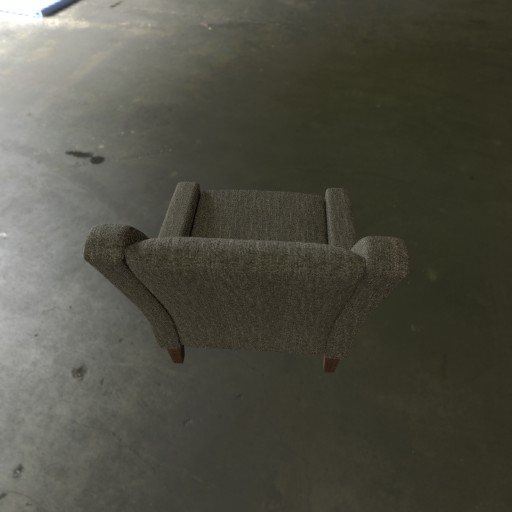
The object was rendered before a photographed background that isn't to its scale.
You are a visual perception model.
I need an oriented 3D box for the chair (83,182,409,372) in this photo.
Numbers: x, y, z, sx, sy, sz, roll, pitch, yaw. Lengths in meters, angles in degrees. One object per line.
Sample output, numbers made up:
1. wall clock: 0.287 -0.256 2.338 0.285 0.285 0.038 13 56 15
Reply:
1. chair: 0.000 0.000 1.713 0.793 1.012 0.944 3 47 3
